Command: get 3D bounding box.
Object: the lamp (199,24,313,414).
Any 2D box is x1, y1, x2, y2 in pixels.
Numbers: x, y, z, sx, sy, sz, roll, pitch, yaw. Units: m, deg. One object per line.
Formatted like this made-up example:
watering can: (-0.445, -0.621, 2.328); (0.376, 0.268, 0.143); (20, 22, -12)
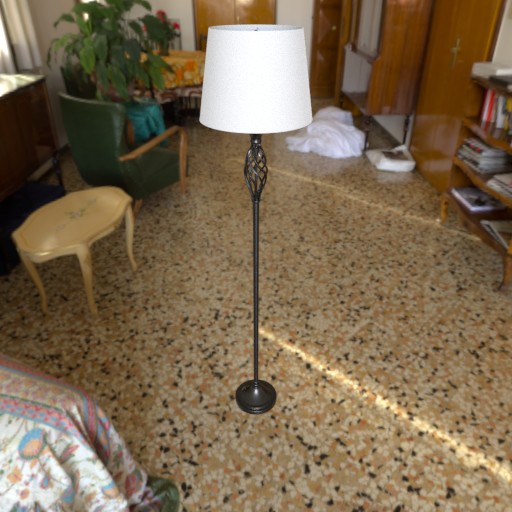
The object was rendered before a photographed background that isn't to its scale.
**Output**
lamp: (0.000, 0.000, 1.768); (0.379, 1.623, 0.379); (0, 31, 0)
